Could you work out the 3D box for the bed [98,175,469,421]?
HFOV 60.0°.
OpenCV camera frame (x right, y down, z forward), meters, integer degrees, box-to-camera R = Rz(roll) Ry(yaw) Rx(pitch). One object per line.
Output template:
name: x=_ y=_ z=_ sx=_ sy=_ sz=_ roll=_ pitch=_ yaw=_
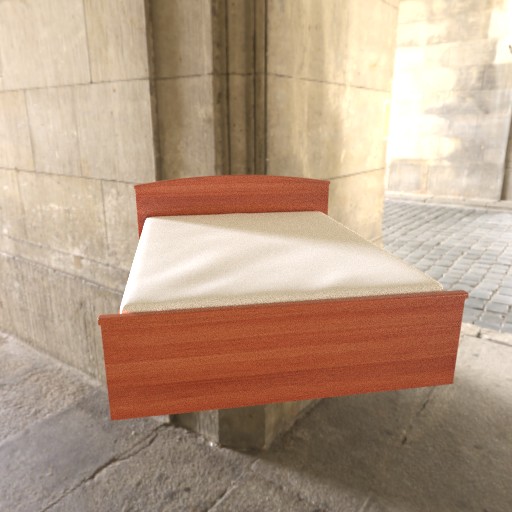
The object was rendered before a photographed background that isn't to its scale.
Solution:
bed: x=0.000 y=0.000 z=2.948 sx=1.683 sy=0.848 sz=2.053 roll=-3 pitch=17 yaw=-10
